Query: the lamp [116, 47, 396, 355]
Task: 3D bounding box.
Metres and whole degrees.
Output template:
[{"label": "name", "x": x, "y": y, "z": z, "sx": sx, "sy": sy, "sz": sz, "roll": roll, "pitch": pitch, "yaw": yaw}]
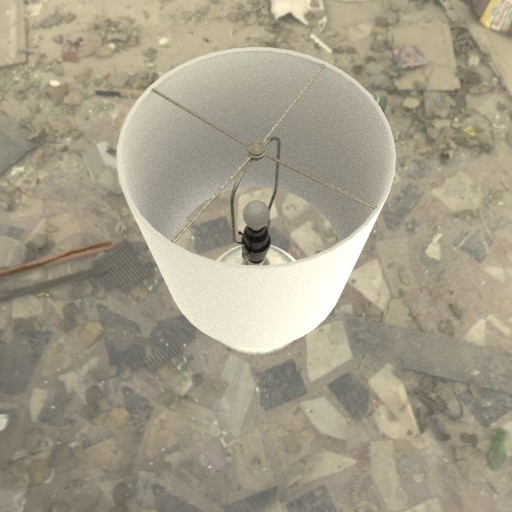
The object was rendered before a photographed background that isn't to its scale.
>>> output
[{"label": "lamp", "x": 0.000, "y": 0.000, "z": 0.527, "sx": 0.216, "sy": 0.404, "sz": 0.216, "roll": 3, "pitch": 64, "yaw": 2}]
